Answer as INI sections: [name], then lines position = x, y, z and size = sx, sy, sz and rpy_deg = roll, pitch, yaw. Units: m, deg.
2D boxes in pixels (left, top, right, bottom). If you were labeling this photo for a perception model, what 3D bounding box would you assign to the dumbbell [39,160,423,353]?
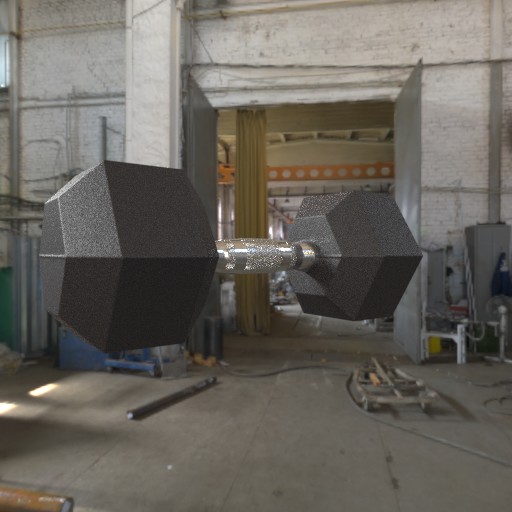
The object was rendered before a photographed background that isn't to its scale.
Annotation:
[dumbbell]
position = 0.000, 0.000, 0.394
size = 0.337, 0.123, 0.142
rpy_deg = 0, 0, -35
